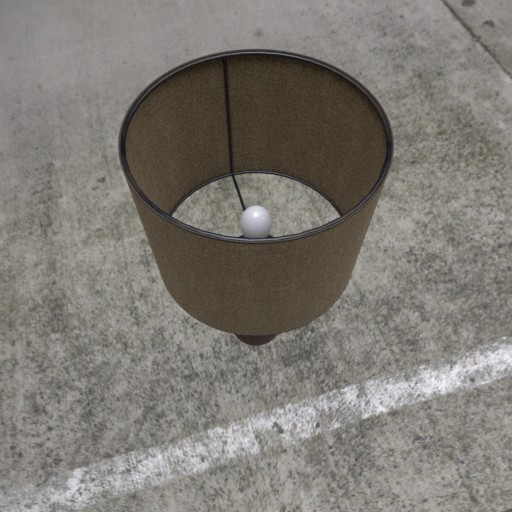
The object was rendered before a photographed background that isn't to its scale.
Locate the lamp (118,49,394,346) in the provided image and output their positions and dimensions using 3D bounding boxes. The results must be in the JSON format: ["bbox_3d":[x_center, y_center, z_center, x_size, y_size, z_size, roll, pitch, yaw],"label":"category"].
[{"bbox_3d":[0.000,0.000,0.476,0.202,0.350,0.202,0,58,0],"label":"lamp"}]
